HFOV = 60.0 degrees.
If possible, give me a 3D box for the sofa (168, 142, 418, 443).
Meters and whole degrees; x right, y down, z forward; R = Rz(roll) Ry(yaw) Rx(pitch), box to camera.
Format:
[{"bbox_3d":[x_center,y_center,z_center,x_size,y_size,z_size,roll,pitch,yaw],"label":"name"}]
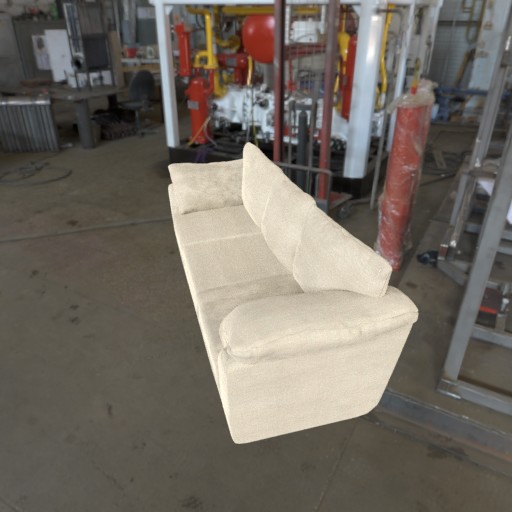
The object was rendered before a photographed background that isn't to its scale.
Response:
[{"bbox_3d":[0.000,0.000,2.876,0.893,0.981,2.377,-8,30,-14],"label":"sofa"}]
